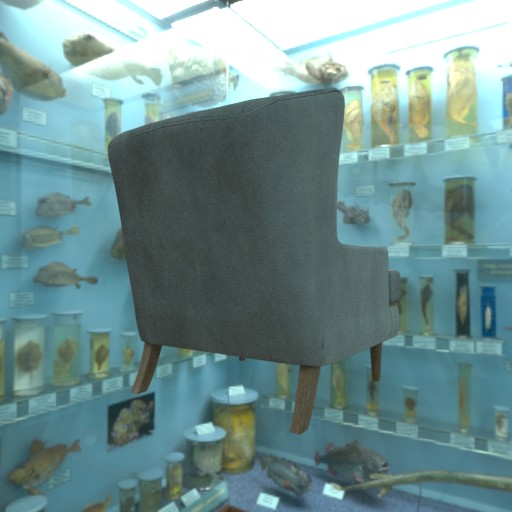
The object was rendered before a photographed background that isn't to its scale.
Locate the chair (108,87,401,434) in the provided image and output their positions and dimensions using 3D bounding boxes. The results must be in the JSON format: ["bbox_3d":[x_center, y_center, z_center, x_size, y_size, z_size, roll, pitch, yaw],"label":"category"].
[{"bbox_3d":[0.000,0.000,1.590,0.784,0.950,0.906,-1,-1,34],"label":"chair"}]
